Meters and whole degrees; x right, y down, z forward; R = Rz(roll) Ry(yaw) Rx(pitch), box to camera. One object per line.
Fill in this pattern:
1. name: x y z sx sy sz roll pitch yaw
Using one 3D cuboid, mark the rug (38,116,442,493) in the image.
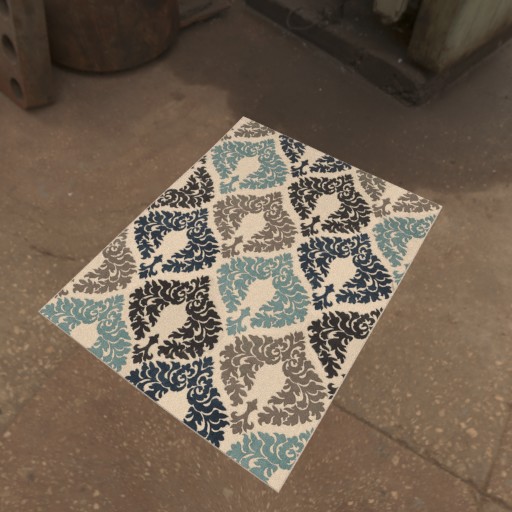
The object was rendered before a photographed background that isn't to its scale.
1. rug: 0.000 0.000 4.064 2.423 0.014 3.040 29 61 18
